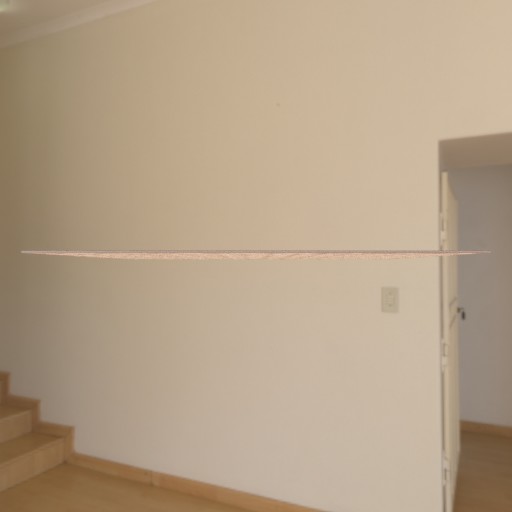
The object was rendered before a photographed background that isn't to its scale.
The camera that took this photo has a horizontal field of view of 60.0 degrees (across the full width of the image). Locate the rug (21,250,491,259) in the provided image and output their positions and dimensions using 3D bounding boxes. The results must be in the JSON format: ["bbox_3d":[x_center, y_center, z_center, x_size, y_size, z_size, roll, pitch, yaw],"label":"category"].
[{"bbox_3d":[0.000,0.000,2.923,2.260,0.013,1.600,0,-2,0],"label":"rug"}]
